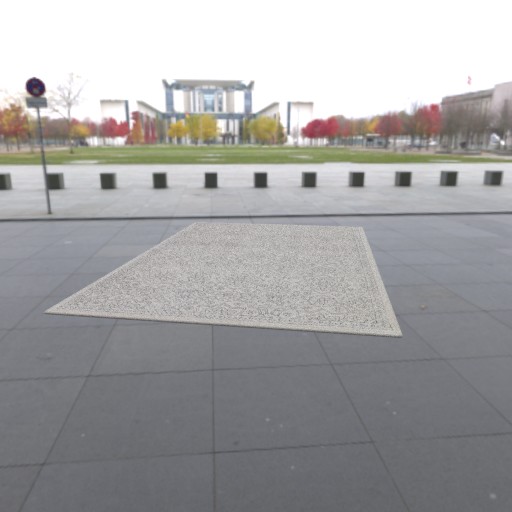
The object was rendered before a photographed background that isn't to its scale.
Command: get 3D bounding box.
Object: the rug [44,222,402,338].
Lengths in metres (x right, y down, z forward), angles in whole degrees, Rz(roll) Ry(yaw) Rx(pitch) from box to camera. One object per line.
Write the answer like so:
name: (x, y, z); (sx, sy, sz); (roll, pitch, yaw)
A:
rug: (0.000, 0.000, 2.917); (1.524, 0.011, 2.286); (2, 15, 9)
